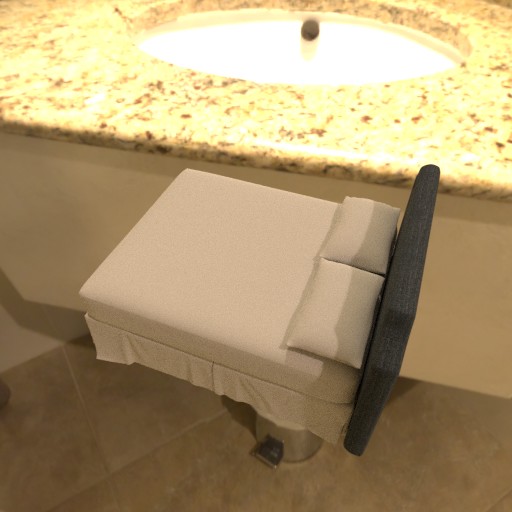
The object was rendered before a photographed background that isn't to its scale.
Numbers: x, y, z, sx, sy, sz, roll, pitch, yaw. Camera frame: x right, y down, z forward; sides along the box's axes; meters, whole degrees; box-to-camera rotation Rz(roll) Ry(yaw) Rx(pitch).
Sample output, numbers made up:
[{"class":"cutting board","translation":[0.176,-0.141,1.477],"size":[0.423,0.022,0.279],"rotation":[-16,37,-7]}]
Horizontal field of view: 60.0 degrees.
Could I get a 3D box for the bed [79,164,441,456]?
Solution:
[{"class":"bed","translation":[0.000,0.000,3.328],"size":[2.208,1.297,1.828],"rotation":[16,48,15]}]
